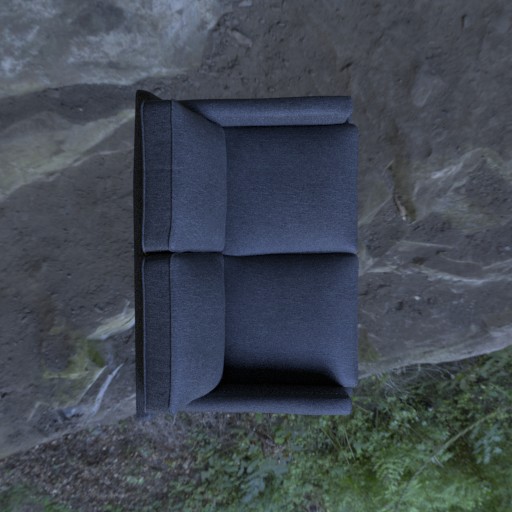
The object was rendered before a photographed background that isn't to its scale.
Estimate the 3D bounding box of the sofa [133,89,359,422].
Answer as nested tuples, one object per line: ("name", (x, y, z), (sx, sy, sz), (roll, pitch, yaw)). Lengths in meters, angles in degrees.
("sofa", (0.000, 0.000, 2.328), (1.084, 1.003, 1.597), (0, 91, 2))
